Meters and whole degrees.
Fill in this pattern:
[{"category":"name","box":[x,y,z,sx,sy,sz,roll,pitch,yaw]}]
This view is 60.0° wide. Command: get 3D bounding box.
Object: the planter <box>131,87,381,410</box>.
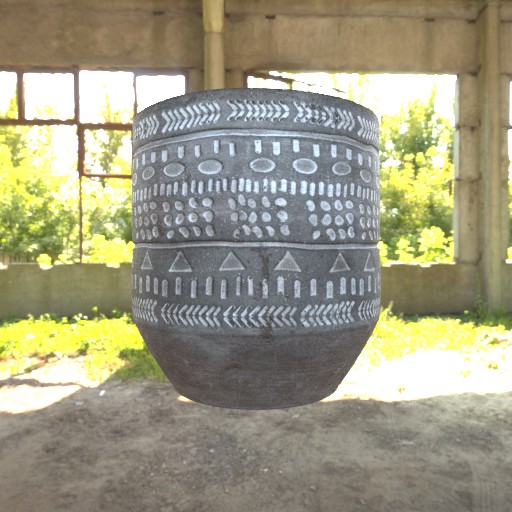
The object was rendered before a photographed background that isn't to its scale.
[{"category":"planter","box":[0.000,0.000,0.225,0.122,0.128,0.122,0,1,0]}]
